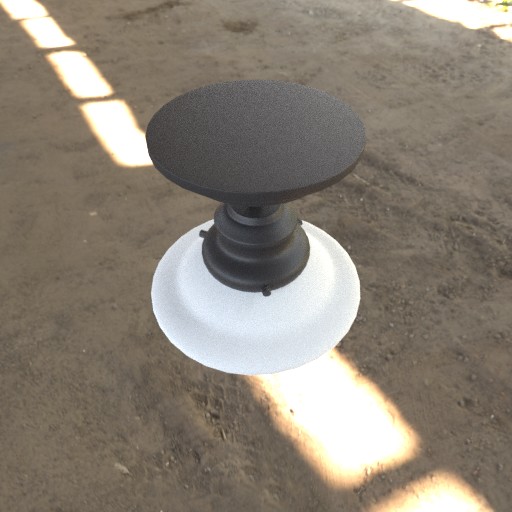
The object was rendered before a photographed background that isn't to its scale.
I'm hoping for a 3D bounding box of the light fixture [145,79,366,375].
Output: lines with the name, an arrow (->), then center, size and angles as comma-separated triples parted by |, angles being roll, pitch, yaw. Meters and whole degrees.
light fixture -> 0.000, 0.000, 0.396 | 0.197, 0.254, 0.197 | 0, 45, 0
